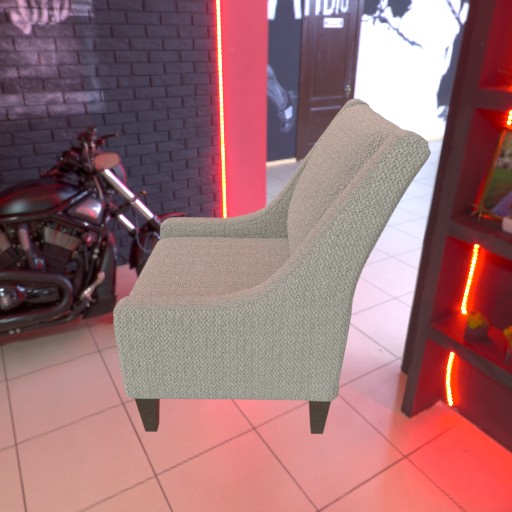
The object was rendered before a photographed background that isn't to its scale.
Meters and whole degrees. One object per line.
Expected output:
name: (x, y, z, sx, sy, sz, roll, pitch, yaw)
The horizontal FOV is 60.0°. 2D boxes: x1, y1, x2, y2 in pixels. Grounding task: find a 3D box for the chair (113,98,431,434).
chair: (0.000, 0.000, 1.616, 0.870, 1.014, 0.774, 0, 26, 1)
